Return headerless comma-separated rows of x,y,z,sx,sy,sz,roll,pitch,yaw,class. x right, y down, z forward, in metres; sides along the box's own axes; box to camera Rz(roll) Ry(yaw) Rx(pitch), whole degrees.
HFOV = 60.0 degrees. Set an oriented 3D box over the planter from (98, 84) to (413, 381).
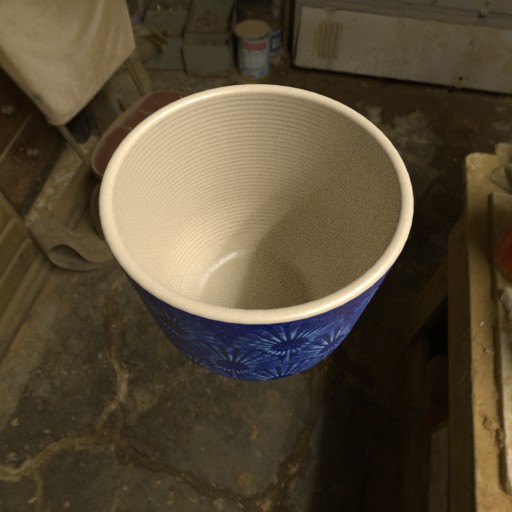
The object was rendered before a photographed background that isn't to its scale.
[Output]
0.000,0.000,0.305,0.170,0.153,0.170,0,57,0,planter
